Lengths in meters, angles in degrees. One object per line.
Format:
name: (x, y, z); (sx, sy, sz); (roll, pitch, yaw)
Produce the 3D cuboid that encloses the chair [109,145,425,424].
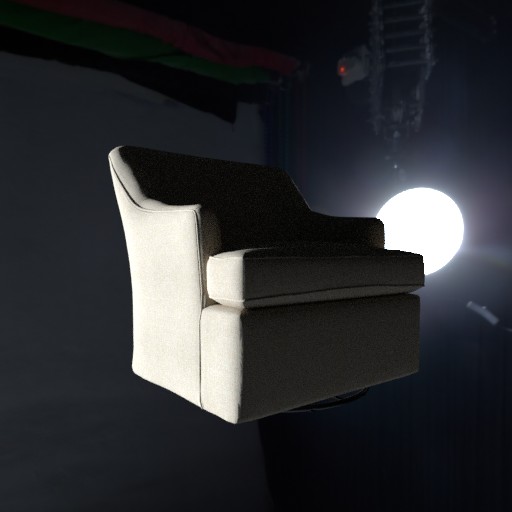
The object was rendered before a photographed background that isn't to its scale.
chair: (0.000, 0.000, 1.615); (0.864, 0.856, 0.923); (-1, 1, -37)
